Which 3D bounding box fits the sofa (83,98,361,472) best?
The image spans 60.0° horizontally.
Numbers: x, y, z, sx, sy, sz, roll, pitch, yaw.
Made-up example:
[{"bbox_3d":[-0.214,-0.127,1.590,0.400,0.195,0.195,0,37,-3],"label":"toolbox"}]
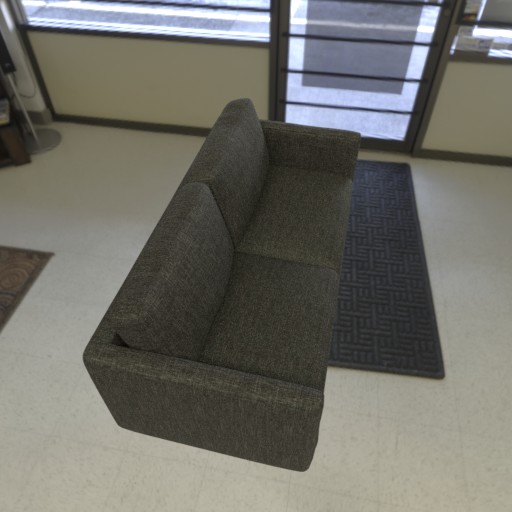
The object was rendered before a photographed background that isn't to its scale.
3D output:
[{"bbox_3d":[0.000,0.000,2.406,0.950,0.963,1.884,10,48,9],"label":"sofa"}]
